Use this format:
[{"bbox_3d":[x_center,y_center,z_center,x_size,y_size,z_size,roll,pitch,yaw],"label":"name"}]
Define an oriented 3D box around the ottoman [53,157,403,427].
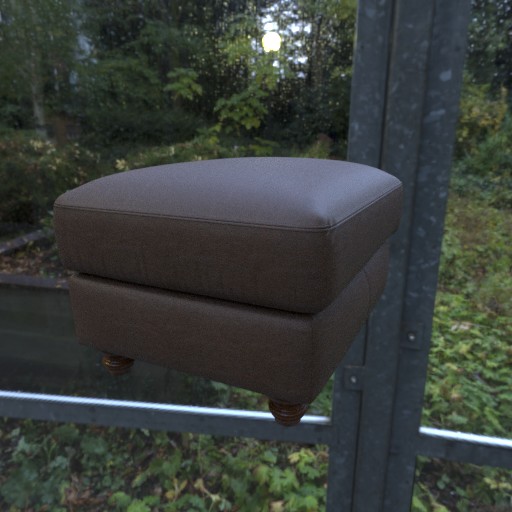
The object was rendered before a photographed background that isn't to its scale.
[{"bbox_3d":[0.000,0.000,1.184,0.635,0.508,0.787,7,17,25],"label":"ottoman"}]
